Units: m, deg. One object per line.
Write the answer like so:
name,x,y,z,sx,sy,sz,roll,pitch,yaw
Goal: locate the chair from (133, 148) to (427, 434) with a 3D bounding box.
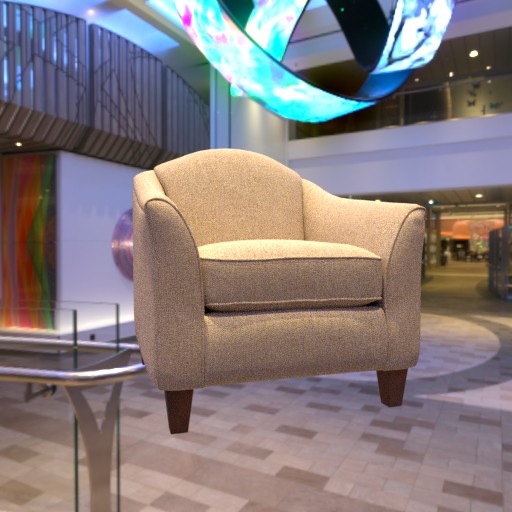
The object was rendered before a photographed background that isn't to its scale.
chair,0.000,0.000,1.460,0.763,0.839,0.787,0,1,-17
